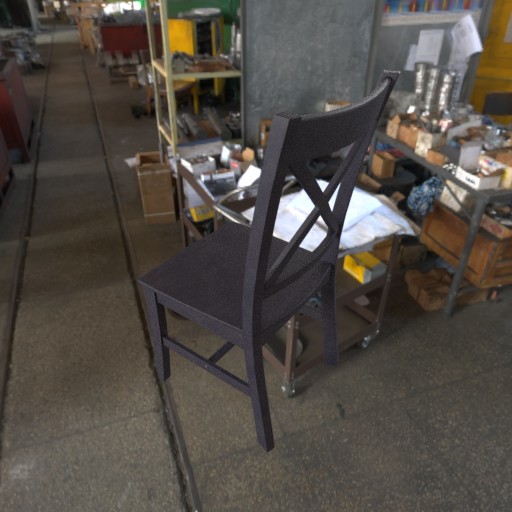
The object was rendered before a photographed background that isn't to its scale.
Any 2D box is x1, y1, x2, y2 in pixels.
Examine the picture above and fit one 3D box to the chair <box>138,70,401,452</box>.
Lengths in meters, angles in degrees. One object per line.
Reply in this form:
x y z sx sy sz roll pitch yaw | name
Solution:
0.000 0.000 1.278 0.542 0.983 0.485 22 39 30 | chair
